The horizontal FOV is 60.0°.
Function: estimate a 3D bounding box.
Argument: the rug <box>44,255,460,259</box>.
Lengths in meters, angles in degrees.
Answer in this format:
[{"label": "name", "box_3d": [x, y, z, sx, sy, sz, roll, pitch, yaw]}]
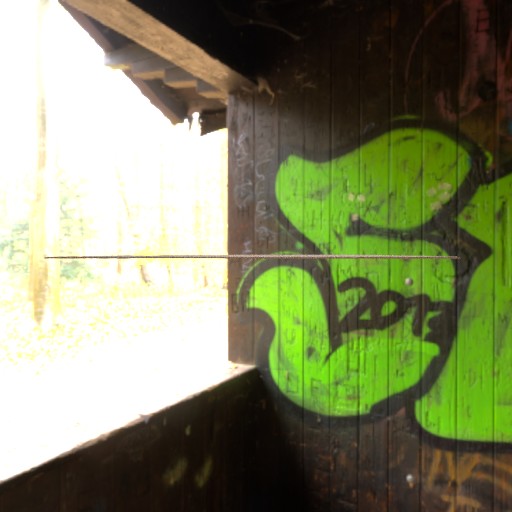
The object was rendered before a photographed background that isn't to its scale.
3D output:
[{"label": "rug", "box_3d": [0.000, 0.000, 4.067, 2.406, 0.012, 3.034, 0, 0, 1]}]
